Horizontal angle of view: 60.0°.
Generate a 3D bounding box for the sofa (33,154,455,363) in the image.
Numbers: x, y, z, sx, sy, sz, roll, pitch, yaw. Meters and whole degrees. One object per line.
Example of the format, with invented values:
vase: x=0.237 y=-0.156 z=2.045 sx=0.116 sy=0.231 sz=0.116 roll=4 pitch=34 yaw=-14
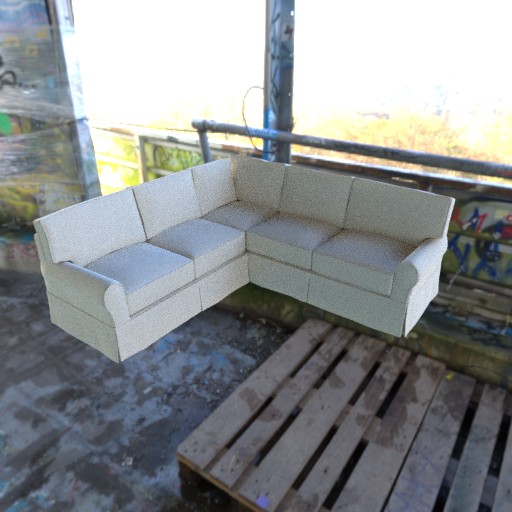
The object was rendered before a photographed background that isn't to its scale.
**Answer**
sofa: x=0.000 y=0.000 z=3.876 sx=2.597 sy=1.070 sz=2.591 roll=18 pitch=32 yaw=32
